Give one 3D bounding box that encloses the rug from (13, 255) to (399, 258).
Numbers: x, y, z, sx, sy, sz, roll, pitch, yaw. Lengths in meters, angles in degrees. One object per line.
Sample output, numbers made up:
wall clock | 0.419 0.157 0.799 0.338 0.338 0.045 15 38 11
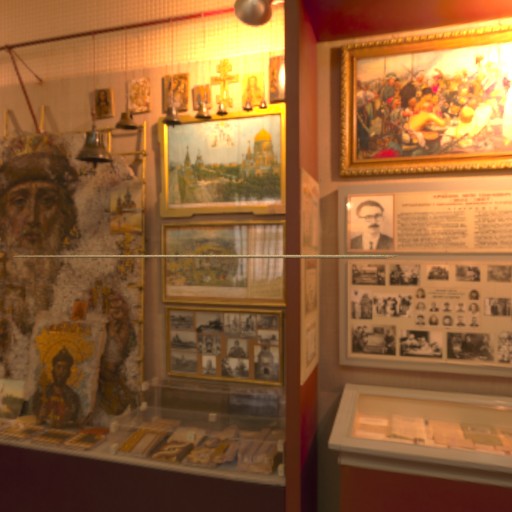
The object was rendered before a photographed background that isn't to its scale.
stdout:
rug | 0.000 0.000 3.943 2.363 0.012 2.980 0 0 19
